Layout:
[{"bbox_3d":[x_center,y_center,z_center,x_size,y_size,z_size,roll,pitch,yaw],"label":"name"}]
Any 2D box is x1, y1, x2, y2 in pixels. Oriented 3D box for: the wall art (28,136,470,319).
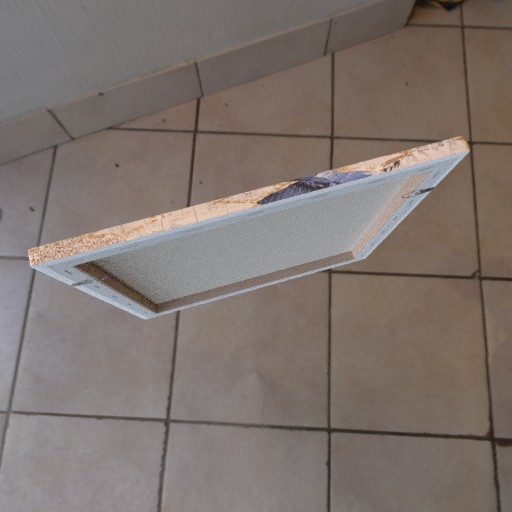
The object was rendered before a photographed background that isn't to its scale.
[{"bbox_3d":[0.000,0.000,1.324,0.912,0.914,0.039,-15,76,-4],"label":"wall art"}]
